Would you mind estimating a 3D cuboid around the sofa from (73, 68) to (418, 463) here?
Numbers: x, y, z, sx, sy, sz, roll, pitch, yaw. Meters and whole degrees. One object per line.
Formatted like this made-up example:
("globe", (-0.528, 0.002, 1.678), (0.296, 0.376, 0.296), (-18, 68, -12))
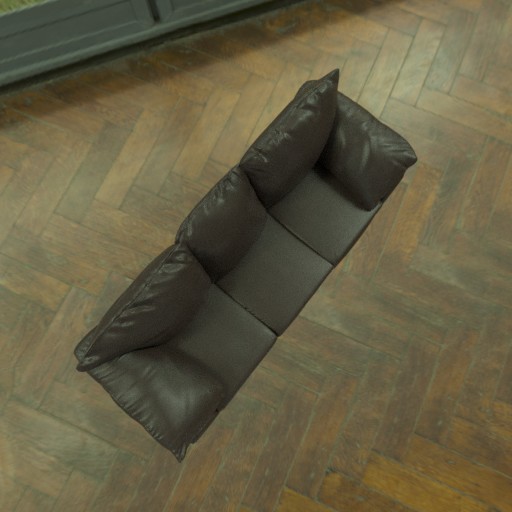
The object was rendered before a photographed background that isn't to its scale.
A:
("sofa", (0.000, 0.000, 2.854), (0.907, 1.091, 2.390), (38, 79, 8))
